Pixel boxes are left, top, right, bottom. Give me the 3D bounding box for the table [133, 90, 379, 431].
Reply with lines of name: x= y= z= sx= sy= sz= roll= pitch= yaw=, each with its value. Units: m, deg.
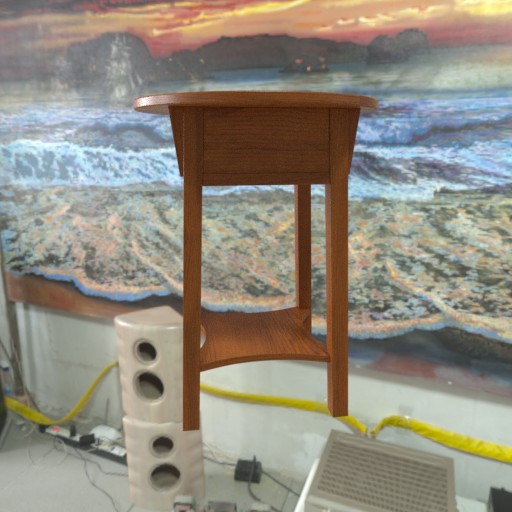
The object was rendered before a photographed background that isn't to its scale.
table: x=0.000 y=0.000 z=0.932 sx=0.457 sy=0.610 sz=0.457 roll=0 pitch=15 yaw=0
